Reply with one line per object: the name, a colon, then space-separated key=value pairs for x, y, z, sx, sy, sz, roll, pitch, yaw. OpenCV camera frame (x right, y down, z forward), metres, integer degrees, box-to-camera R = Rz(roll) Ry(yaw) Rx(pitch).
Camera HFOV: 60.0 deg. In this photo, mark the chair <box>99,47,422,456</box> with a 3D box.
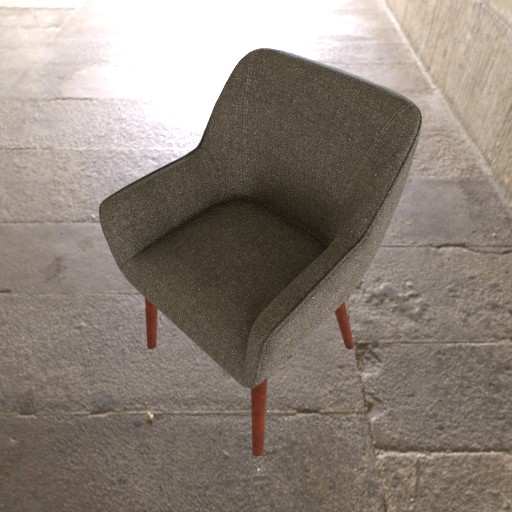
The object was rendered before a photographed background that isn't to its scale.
chair: x=0.000 y=0.000 z=1.115 sx=0.543 sy=0.803 sz=0.519 roll=35 pitch=55 yaw=29
